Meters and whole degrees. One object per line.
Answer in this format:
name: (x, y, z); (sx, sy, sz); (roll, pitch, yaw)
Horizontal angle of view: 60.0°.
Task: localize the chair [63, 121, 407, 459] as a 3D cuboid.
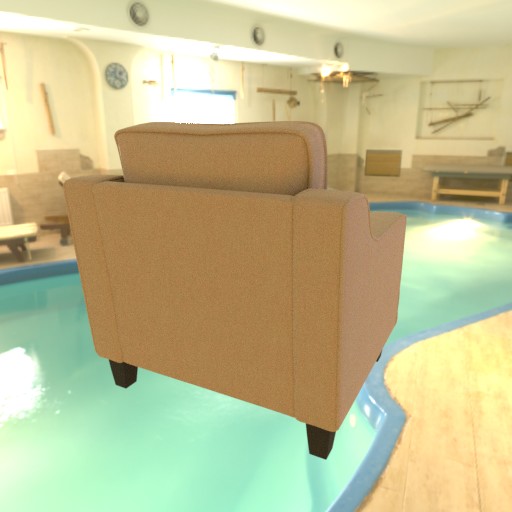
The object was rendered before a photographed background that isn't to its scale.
chair: (0.000, 0.000, 1.639); (0.922, 0.948, 0.882); (9, 18, 27)
